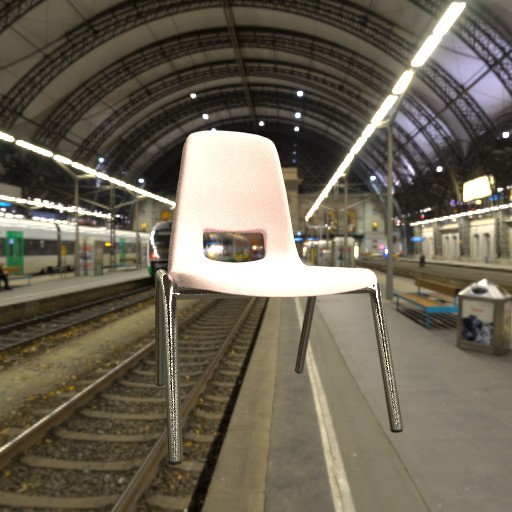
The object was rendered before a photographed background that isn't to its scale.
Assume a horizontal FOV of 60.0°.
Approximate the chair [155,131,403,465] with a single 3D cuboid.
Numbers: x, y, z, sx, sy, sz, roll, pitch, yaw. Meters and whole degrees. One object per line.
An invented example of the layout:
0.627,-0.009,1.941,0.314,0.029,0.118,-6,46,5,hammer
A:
0.000,0.000,0.797,0.354,0.537,0.385,0,1,-17,chair
